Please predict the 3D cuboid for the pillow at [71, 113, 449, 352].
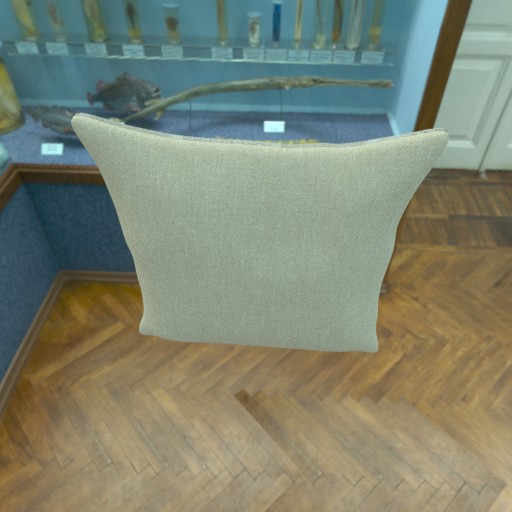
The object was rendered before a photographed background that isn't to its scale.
[{"bbox_3d":[0.000,0.000,0.659,0.436,0.432,0.138,4,45,4],"label":"pillow"}]
